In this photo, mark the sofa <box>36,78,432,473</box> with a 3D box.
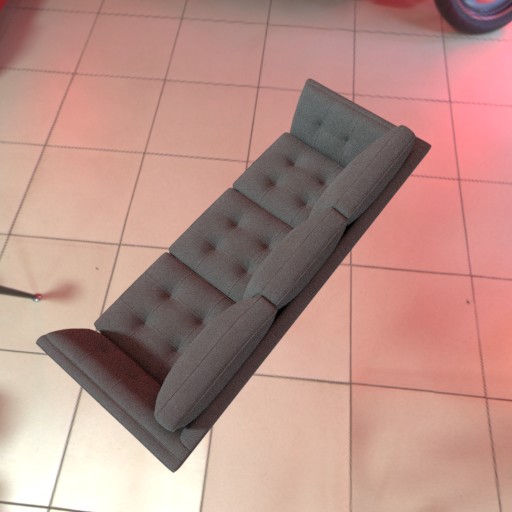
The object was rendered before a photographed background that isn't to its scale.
[{"bbox_3d":[0.000,0.000,2.787,0.965,0.940,2.387,35,68,16],"label":"sofa"}]
